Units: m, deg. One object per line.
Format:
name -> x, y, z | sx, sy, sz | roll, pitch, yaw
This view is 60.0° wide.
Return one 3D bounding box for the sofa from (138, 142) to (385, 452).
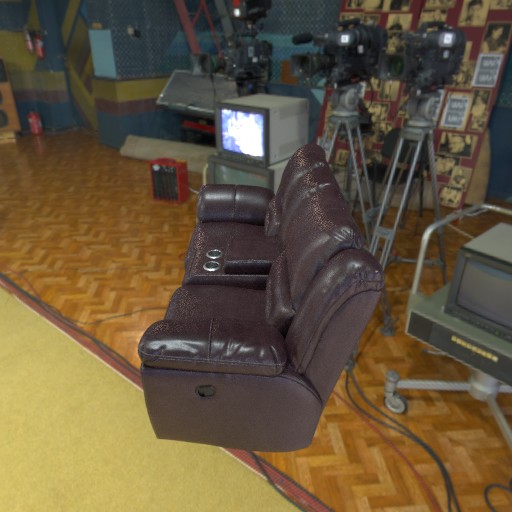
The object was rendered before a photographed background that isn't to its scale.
sofa -> 0.000, 0.000, 2.650 | 0.991, 1.043, 2.058 | 0, 27, 1
